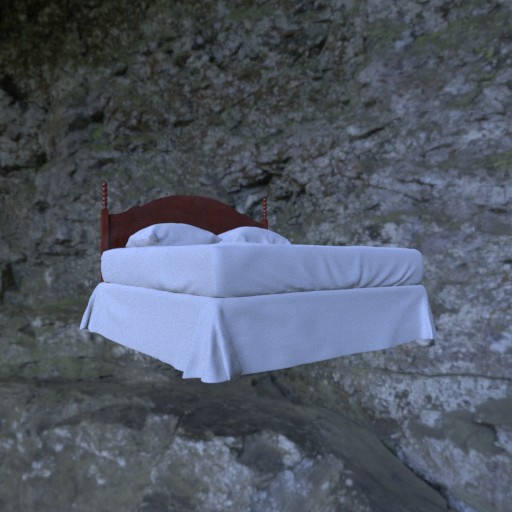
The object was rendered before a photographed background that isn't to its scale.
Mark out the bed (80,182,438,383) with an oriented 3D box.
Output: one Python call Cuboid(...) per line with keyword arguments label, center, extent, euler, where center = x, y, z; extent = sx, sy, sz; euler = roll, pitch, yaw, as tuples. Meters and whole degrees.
Cuboid(label="bed", center=(0.000, 0.000, 3.763), extent=(2.322, 1.355, 2.219), euler=(0, 0, -37))
